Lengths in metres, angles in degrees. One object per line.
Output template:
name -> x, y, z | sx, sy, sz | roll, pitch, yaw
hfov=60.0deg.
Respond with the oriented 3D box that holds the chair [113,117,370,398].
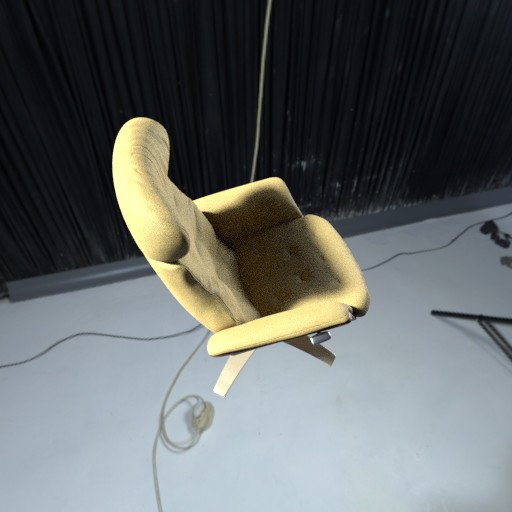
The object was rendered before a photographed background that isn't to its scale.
chair -> 0.000, 0.000, 1.638 | 0.837, 0.995, 0.785 | -11, 48, -10
